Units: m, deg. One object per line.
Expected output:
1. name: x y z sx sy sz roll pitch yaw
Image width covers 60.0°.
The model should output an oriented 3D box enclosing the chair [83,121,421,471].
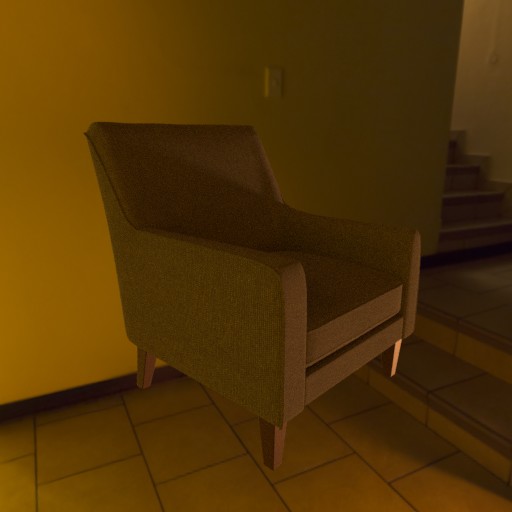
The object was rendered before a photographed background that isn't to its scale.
1. chair: 0.000 0.000 1.577 0.899 0.919 0.780 14 20 42
